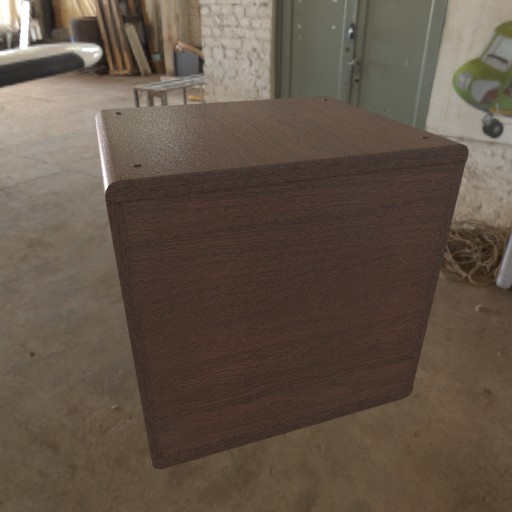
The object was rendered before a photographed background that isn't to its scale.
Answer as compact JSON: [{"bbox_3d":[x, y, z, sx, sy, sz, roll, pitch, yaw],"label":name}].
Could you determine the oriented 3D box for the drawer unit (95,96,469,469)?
[{"bbox_3d":[0.000,0.000,0.585,0.344,0.344,0.290,-9,31,-16],"label":"drawer unit"}]
